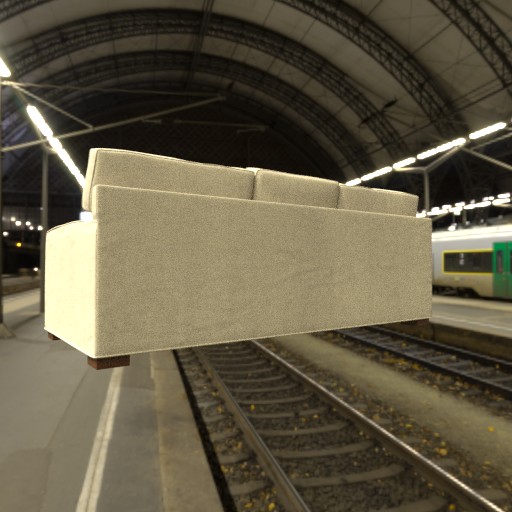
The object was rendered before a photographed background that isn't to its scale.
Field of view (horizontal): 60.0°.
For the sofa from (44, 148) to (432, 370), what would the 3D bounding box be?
[{"bbox_3d":[0.000,0.000,2.571,2.093,0.862,0.936,1,-1,-36],"label":"sofa"}]
